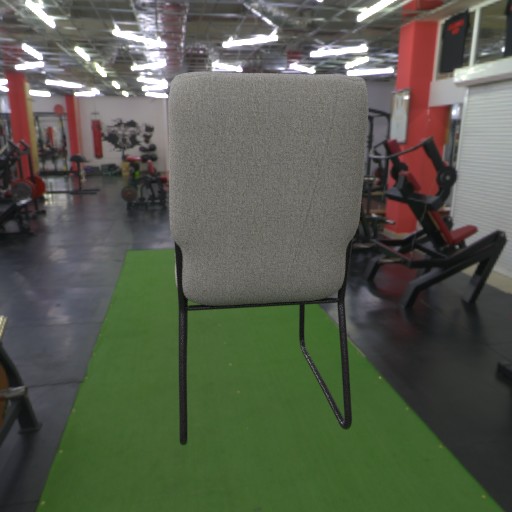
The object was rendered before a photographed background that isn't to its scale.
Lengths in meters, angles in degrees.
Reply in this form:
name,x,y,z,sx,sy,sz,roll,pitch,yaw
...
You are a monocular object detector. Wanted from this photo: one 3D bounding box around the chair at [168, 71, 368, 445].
name,x,y,z,sx,sy,sz,roll,pitch,yaw
chair,0.000,0.000,1.203,0.448,0.864,0.560,-2,15,-8
